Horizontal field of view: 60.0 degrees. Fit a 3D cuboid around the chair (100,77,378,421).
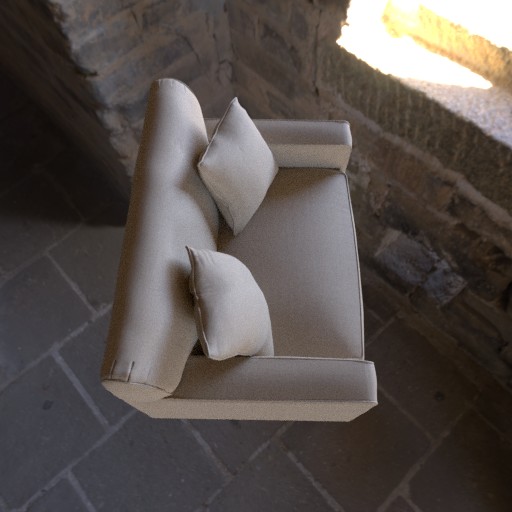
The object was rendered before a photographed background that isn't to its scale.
[{"bbox_3d":[0.000,0.000,2.077,1.000,0.948,1.383,1,63,0],"label":"chair"}]
